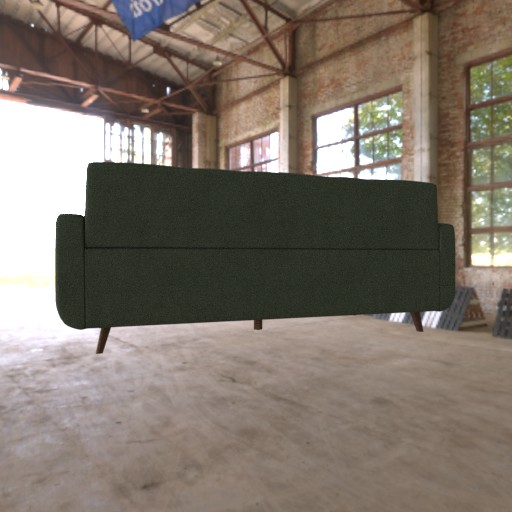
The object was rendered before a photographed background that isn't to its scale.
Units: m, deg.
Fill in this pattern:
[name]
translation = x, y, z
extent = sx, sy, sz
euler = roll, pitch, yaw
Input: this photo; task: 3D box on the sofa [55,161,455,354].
[sofa]
translation = 0.000, 0.000, 2.545
extent = 2.029, 0.841, 0.909
euler = 0, 0, -19
